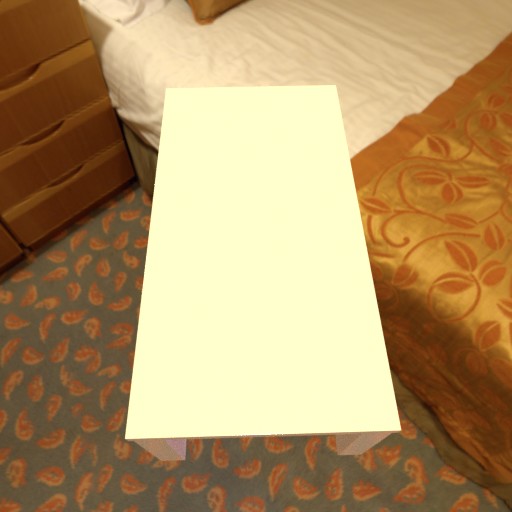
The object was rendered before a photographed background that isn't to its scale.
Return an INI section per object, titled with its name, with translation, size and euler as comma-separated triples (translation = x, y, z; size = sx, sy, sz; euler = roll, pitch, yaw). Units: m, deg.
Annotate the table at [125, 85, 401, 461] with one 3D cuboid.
[table]
translation = 0.000, 0.000, 1.674
size = 0.700, 0.470, 1.350
euler = -1, 58, -1
